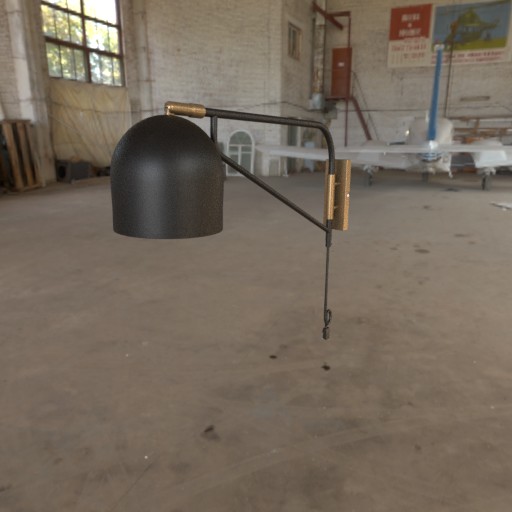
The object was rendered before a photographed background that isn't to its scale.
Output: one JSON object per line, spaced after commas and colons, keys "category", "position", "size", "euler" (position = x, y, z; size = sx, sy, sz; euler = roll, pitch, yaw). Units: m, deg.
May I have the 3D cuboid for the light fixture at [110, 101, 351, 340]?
{"category": "light fixture", "position": [0.000, 0.000, 1.090], "size": [0.215, 0.696, 0.720], "euler": [14, 20, 41]}
